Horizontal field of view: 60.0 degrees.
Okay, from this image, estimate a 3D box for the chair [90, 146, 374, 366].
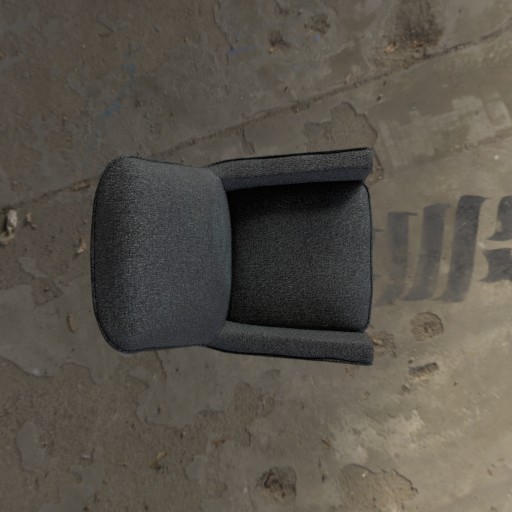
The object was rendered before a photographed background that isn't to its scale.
[{"bbox_3d":[0.000,0.000,1.556,0.859,0.883,0.763,0,89,-1],"label":"chair"}]
